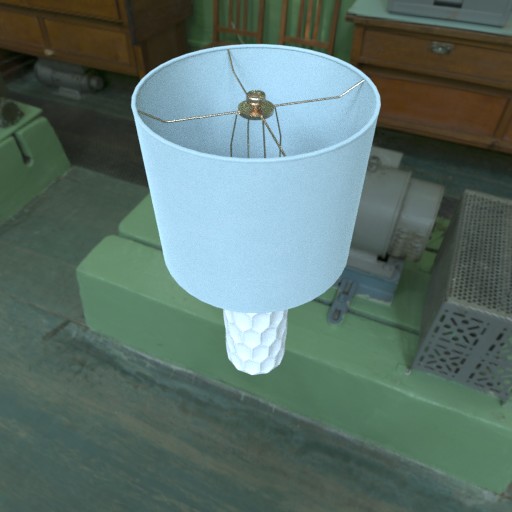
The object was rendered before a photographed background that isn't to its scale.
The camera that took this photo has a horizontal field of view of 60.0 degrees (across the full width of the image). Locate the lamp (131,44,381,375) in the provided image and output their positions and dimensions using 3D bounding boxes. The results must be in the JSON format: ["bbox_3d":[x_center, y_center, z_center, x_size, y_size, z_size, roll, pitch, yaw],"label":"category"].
[{"bbox_3d":[0.000,0.000,0.692,0.277,0.534,0.277,16,48,15],"label":"lamp"}]
